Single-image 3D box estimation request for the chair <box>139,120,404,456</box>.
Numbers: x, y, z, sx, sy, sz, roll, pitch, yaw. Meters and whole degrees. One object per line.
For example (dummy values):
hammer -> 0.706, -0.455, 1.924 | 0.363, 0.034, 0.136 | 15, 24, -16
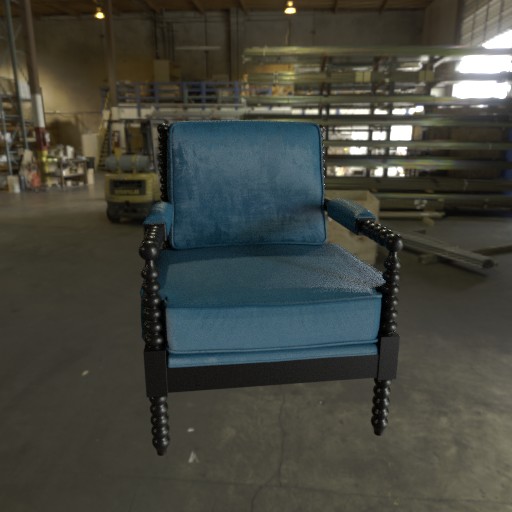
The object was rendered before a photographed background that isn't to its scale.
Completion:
chair -> 0.000, 0.000, 1.428 | 0.688, 0.857, 0.805 | -2, 15, -7
